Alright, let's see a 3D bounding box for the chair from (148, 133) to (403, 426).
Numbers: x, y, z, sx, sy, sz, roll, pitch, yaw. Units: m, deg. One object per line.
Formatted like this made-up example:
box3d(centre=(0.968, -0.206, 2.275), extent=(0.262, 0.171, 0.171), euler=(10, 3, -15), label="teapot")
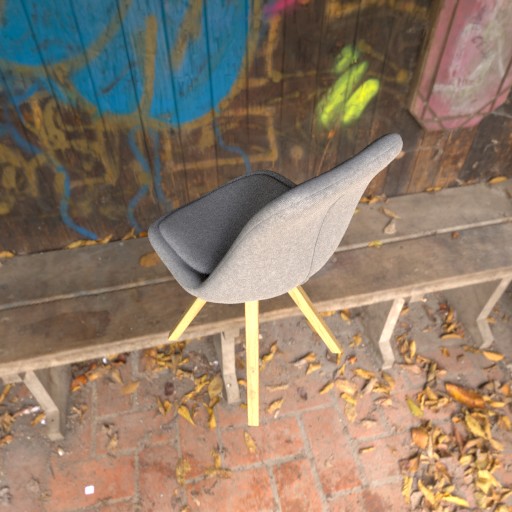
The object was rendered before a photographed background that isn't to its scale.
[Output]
box3d(centre=(0.000, 0.000, 1.215), extent=(0.483, 0.865, 0.550), euler=(-32, 54, -28), label="chair")
